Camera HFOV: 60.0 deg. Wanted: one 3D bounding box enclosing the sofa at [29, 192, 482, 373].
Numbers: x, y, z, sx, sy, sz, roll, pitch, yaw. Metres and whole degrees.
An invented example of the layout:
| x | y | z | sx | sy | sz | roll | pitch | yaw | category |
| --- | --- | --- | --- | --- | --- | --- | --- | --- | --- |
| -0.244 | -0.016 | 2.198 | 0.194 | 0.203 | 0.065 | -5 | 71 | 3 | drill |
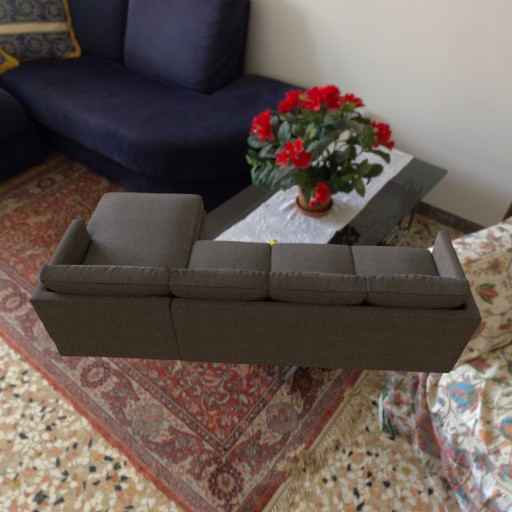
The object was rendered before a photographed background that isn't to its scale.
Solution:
| x | y | z | sx | sy | sz | roll | pitch | yaw | category |
| --- | --- | --- | --- | --- | --- | --- | --- | --- | --- |
| 0.000 | 0.000 | 3.855 | 3.205 | 0.922 | 1.650 | 2 | 45 | 2 | sofa |
